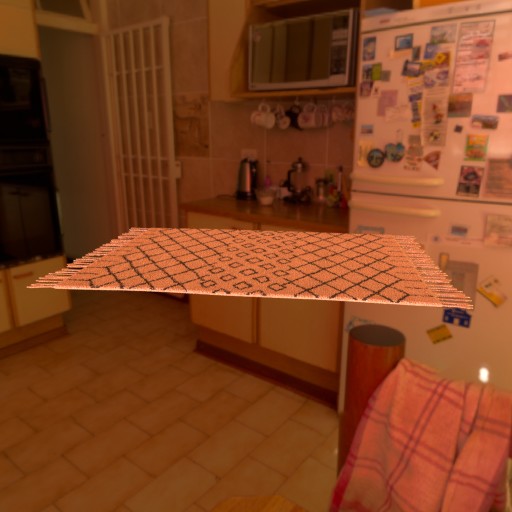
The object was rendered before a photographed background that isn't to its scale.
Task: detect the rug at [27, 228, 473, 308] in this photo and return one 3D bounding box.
[{"bbox_3d":[0.000,0.000,3.283,2.615,0.029,1.664,2,16,7],"label":"rug"}]
